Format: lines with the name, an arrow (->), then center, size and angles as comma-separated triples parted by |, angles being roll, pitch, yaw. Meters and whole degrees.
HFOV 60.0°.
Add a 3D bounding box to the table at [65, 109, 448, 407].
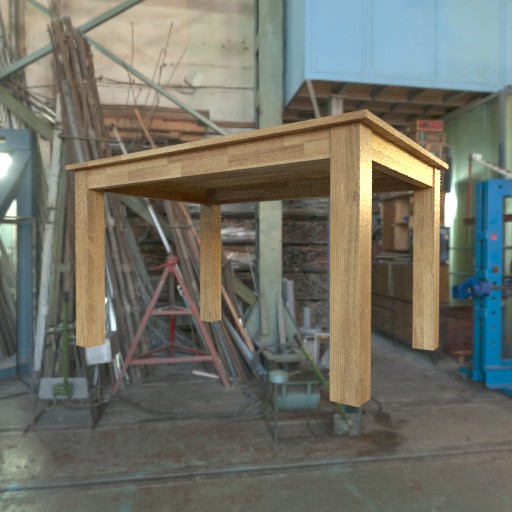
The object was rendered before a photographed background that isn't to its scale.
table -> 0.000, 0.000, 1.838 | 1.300, 0.750, 0.900 | 1, 1, 35
